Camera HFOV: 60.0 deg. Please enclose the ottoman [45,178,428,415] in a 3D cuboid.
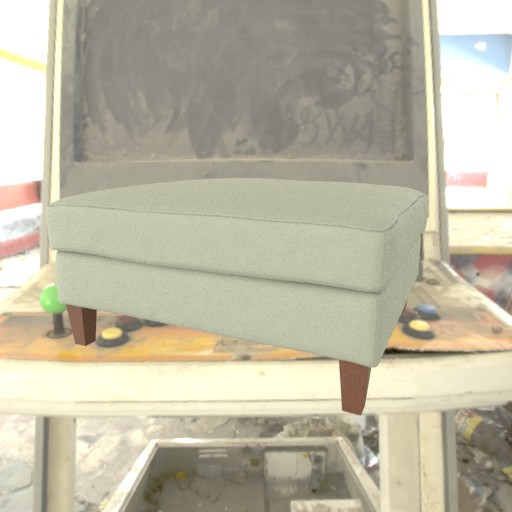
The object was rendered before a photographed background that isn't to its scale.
[{"bbox_3d":[0.000,0.000,1.478,0.991,0.494,0.842,6,15,25],"label":"ottoman"}]
